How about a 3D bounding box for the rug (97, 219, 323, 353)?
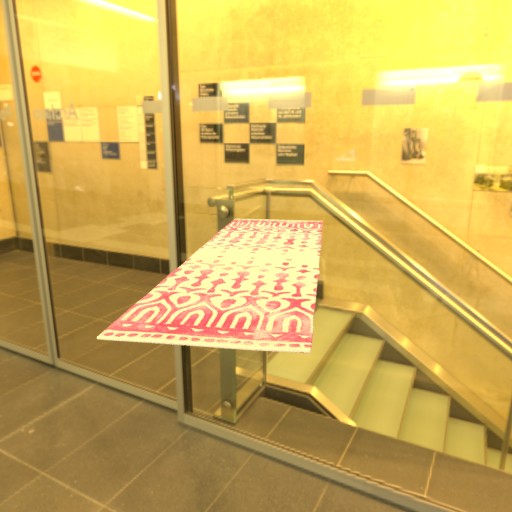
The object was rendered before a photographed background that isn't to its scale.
[{"bbox_3d":[0.000,0.000,2.714,0.787,0.011,2.458,2,15,9],"label":"rug"}]
